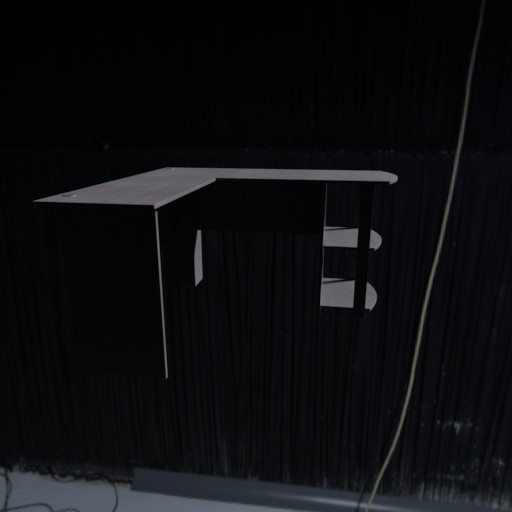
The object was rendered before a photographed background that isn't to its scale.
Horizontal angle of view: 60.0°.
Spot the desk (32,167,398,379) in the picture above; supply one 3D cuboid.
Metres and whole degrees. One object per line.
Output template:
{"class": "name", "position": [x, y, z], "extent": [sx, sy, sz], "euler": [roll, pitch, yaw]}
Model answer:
{"class": "desk", "position": [0.000, 0.000, 2.153], "extent": [1.361, 0.716, 1.303], "euler": [3, 17, 9]}
